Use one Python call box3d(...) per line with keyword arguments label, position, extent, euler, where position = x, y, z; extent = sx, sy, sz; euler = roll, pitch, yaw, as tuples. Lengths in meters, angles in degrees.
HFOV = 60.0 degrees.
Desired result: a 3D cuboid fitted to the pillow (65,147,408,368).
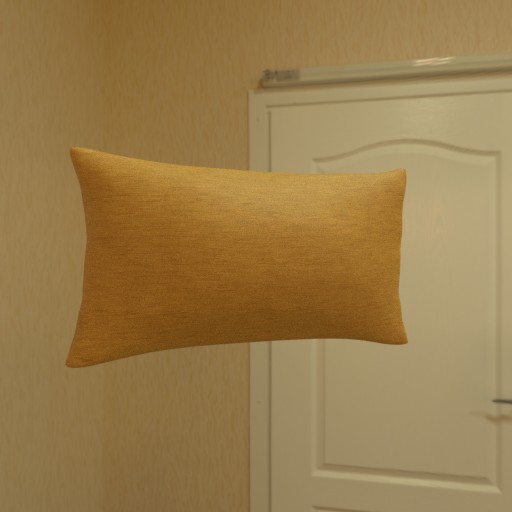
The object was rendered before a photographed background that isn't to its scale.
box3d(label="pillow", position=(0.000, 0.000, 0.802), extent=(0.634, 0.354, 0.210), euler=(0, 0, -18))
